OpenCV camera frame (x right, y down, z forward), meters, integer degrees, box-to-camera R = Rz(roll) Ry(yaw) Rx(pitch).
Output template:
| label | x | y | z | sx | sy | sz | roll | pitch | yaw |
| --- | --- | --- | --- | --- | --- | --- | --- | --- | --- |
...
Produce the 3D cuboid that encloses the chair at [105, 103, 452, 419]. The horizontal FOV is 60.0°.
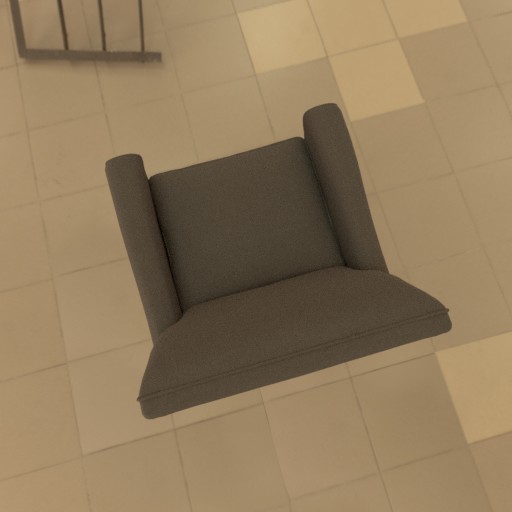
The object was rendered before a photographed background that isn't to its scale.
| label | x | y | z | sx | sy | sz | roll | pitch | yaw |
| --- | --- | --- | --- | --- | --- | --- | --- | --- | --- |
| chair | 0.000 | 0.000 | 1.565 | 0.836 | 0.911 | 0.831 | -15 | 76 | -4 |
